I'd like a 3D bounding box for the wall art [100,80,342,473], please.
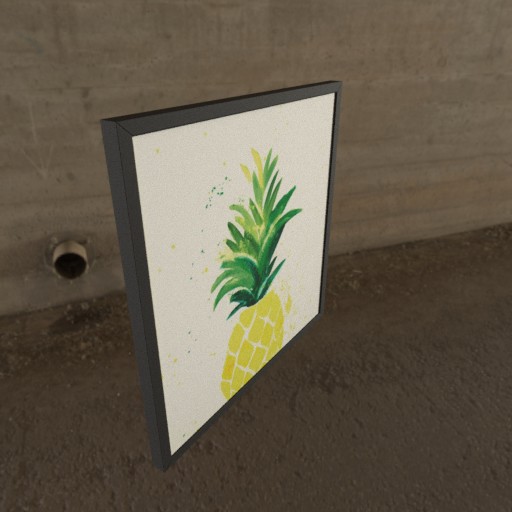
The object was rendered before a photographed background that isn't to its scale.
[{"bbox_3d":[0.000,0.000,1.105,0.037,0.760,0.762,18,32,31],"label":"wall art"}]
